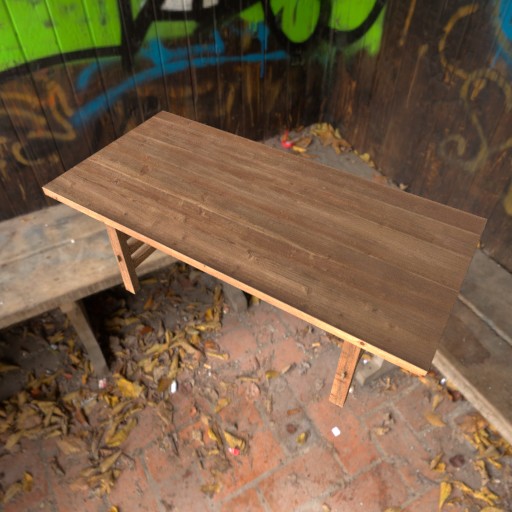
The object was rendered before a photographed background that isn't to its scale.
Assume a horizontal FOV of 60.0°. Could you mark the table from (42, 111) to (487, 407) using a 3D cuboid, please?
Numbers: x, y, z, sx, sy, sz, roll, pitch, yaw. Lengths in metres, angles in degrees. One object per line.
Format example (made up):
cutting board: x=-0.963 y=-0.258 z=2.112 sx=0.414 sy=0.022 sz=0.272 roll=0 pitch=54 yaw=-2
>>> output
table: x=0.000 y=0.000 z=2.467 sx=2.003 sy=0.760 sz=0.952 roll=24 pitch=51 yaw=22
